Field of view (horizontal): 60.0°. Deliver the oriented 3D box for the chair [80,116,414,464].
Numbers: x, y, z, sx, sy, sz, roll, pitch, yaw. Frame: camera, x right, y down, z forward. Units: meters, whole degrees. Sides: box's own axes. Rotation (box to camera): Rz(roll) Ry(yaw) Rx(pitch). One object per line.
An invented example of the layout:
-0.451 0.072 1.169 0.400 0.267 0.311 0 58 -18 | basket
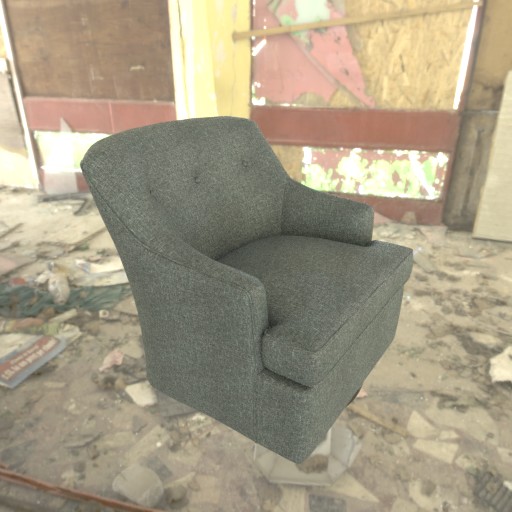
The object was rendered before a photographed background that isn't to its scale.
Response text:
0.000 0.000 1.587 0.923 0.856 0.864 17 30 32 | chair
